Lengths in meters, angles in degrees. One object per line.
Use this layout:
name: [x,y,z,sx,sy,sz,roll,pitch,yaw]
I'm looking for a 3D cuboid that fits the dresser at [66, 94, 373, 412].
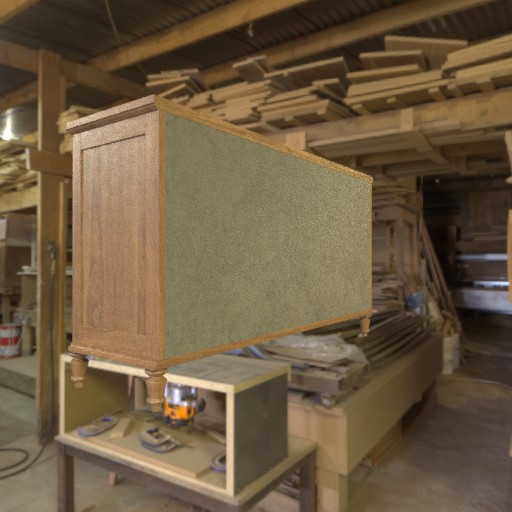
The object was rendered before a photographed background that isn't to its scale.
dresser: [0.000,0.000,2.000,0.468,0.892,1.583,0,0,37]
